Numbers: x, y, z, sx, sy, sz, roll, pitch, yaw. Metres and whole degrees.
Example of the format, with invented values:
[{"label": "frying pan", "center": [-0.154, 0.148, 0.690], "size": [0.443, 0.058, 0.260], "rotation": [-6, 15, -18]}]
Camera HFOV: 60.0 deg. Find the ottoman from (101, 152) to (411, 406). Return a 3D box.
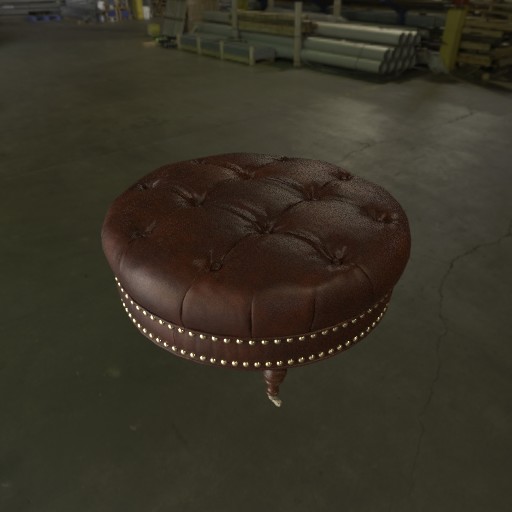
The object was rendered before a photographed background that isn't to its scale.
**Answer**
[{"label": "ottoman", "center": [0.000, 0.000, 1.400], "size": [0.901, 0.455, 0.901], "rotation": [0, 33, 0]}]
